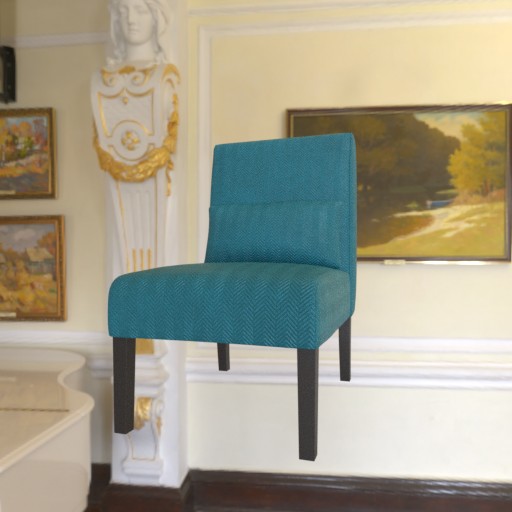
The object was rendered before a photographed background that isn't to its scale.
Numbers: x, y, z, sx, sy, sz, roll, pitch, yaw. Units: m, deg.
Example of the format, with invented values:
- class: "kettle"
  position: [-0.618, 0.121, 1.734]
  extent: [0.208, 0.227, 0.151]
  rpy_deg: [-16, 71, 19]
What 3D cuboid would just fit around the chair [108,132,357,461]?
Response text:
- class: "chair"
  position: [0.000, 0.000, 1.436]
  extent: [0.579, 0.927, 0.808]
  rpy_deg: [0, -1, 18]
